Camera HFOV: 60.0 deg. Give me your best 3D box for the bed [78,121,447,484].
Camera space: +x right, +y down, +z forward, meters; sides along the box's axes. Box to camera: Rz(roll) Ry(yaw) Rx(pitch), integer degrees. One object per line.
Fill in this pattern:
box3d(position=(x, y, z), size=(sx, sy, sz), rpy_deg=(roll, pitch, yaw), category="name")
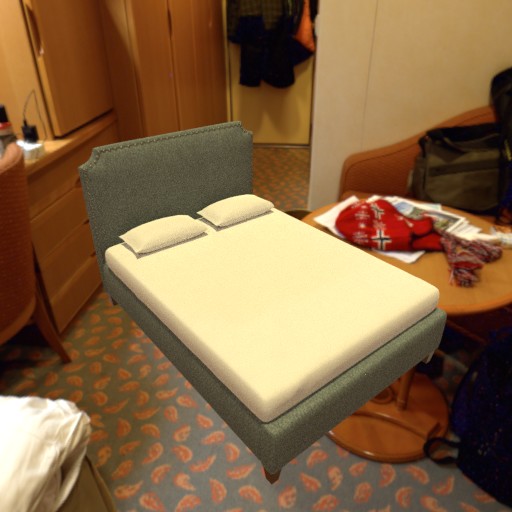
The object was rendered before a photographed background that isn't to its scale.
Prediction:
box3d(position=(0.000, 0.000, 3.426), size=(1.712, 1.443, 2.372), rpy_deg=(-22, 37, -33), category="bed")
